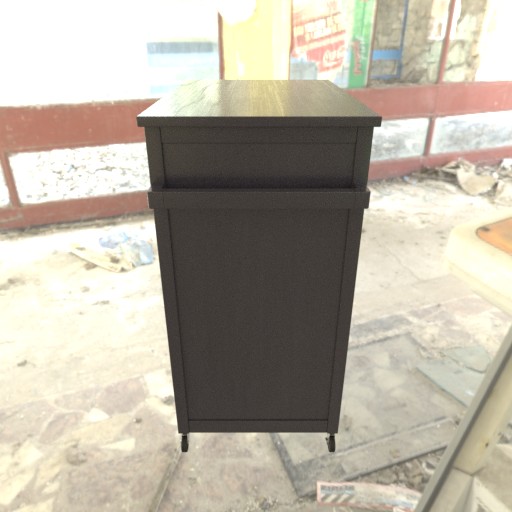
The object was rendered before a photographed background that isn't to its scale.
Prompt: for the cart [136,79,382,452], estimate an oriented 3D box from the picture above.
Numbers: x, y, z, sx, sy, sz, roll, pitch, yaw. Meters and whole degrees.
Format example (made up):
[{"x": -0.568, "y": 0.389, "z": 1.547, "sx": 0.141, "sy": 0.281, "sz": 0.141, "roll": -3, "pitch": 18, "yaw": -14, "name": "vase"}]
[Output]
[{"x": 0.000, "y": 0.000, "z": 1.268, "sx": 0.449, "sy": 0.878, "sz": 0.690, "roll": 0, "pitch": 27, "yaw": 0, "name": "cart"}]
